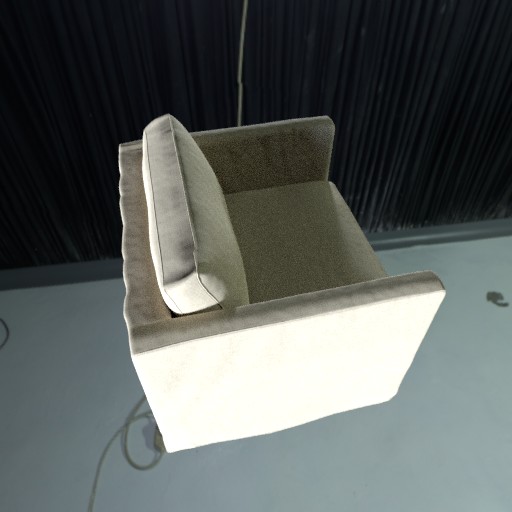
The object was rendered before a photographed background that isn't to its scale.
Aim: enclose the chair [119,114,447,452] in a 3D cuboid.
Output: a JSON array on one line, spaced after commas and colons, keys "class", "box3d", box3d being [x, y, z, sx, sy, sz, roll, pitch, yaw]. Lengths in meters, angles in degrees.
[{"class": "chair", "box3d": [0.000, 0.000, 1.750, 0.949, 0.867, 1.057, -10, 48, -9]}]
